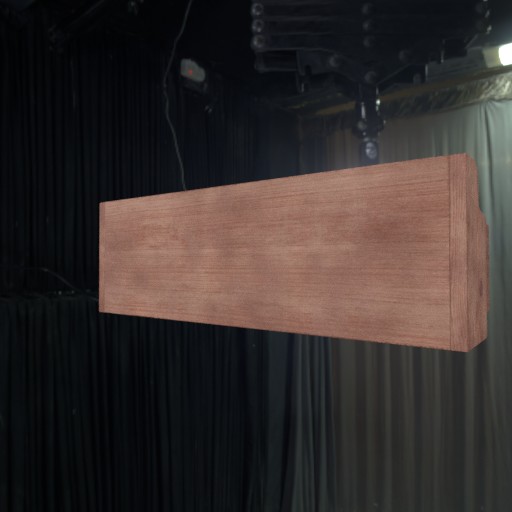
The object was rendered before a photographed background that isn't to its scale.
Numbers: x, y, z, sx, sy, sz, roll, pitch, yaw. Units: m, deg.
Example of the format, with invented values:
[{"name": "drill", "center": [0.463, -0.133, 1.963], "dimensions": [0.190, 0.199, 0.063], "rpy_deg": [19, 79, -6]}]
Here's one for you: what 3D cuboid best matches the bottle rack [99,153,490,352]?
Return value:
[{"name": "bottle rack", "center": [0.000, 0.000, 0.666], "dimensions": [0.608, 0.196, 0.126], "rpy_deg": [-1, -1, 37]}]
